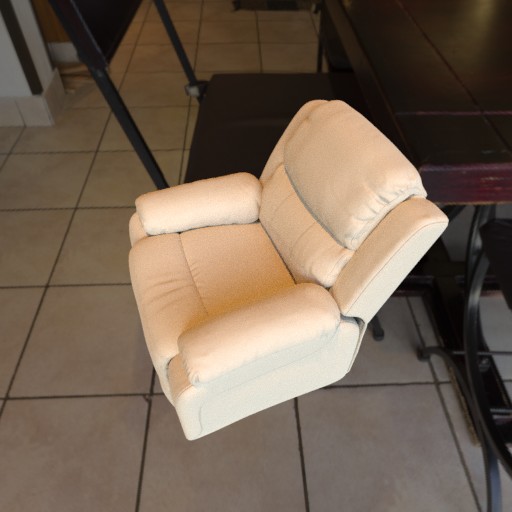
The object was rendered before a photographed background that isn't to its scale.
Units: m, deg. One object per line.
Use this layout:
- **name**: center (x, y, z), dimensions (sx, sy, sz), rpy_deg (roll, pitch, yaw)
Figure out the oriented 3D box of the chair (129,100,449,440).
- **chair**: center (0.000, 0.000, 1.269), dimensions (0.709, 0.702, 0.680), rpy_deg (-15, 48, -14)
